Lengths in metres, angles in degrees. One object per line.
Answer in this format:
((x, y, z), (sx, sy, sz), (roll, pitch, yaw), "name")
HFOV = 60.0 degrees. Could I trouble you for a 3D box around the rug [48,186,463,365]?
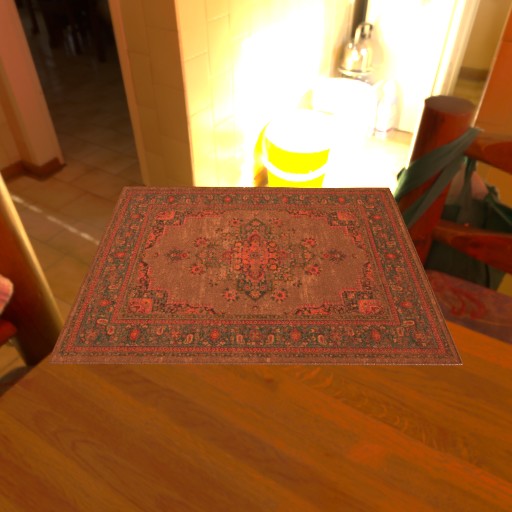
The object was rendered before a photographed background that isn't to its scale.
((0.000, 0.000, 4.179), (3.057, 0.013, 2.434), (0, 41, 0), "rug")
